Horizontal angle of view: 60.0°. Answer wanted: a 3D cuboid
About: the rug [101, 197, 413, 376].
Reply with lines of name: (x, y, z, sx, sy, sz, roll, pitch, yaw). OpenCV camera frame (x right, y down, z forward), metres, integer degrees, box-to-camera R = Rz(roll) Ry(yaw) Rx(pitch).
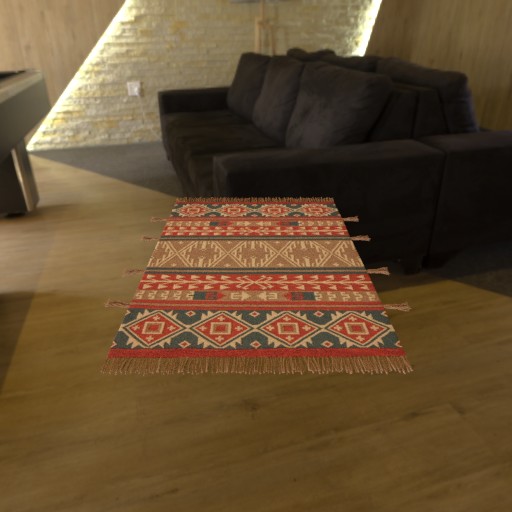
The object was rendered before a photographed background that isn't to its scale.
rug: (0.000, 0.000, 2.613, 1.469, 0.040, 2.025, 0, 27, 0)
